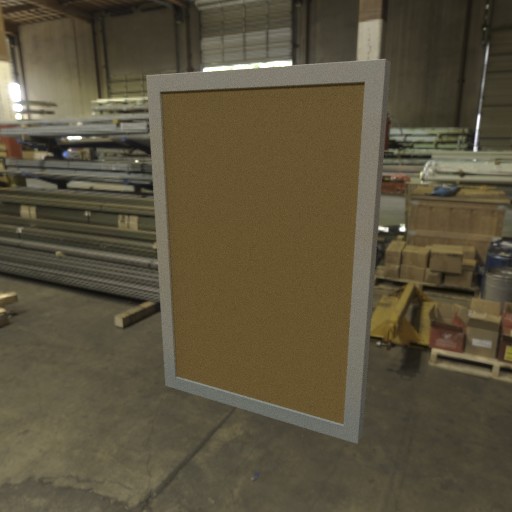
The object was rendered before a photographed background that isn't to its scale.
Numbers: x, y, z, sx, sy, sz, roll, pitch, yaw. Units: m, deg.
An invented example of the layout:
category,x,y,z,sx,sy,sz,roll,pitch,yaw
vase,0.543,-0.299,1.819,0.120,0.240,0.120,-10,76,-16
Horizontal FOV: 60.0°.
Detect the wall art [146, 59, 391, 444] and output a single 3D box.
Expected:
category,x,y,z,sx,sy,sz,roll,pitch,yaw
wall art,0.000,0.000,0.782,0.408,0.611,0.038,8,17,25
